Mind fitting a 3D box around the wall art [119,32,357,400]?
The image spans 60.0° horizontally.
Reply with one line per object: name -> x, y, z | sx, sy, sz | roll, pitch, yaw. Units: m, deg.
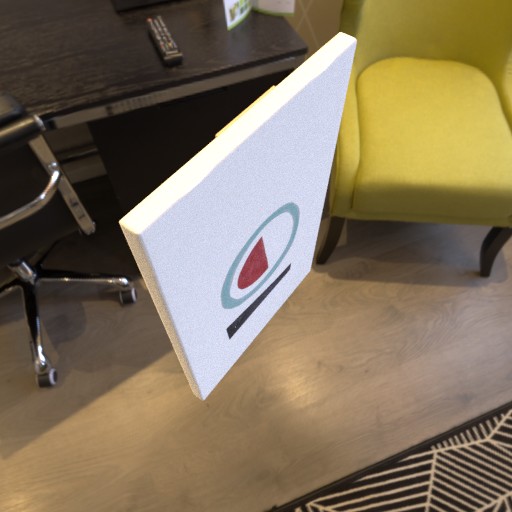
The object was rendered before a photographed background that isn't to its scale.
wall art -> 0.000, 0.000, 1.138 | 0.048, 0.902, 0.602 | 33, 63, 19
